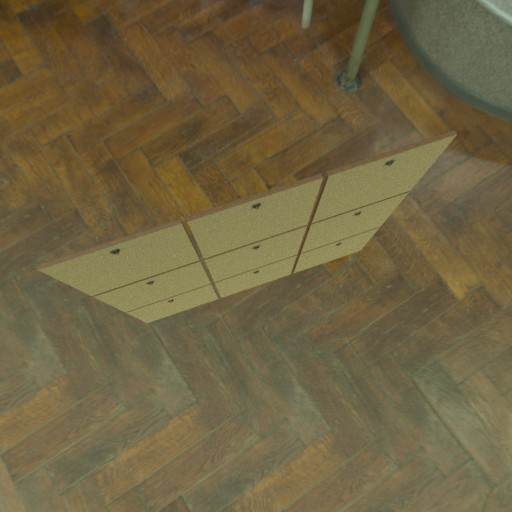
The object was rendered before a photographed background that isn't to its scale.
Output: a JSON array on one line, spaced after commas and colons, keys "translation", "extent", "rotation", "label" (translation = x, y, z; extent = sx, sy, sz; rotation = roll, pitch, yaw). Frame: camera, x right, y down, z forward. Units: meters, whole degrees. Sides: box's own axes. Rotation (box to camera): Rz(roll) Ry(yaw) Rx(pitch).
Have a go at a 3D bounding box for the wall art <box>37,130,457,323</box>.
[{"translation": [0.000, 0.000, 1.809], "extent": [1.221, 1.218, 0.024], "rotation": [-18, 76, -5], "label": "wall art"}]
